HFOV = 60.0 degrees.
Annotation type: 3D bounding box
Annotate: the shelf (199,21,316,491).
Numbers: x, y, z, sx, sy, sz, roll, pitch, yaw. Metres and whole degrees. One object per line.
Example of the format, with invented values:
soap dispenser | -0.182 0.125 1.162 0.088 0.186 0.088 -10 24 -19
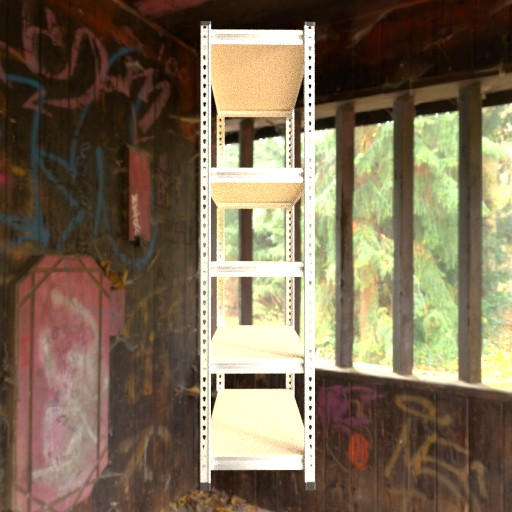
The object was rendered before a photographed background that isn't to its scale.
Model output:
shelf | 0.000 0.000 2.185 0.457 1.829 0.914 0 -1 -1
